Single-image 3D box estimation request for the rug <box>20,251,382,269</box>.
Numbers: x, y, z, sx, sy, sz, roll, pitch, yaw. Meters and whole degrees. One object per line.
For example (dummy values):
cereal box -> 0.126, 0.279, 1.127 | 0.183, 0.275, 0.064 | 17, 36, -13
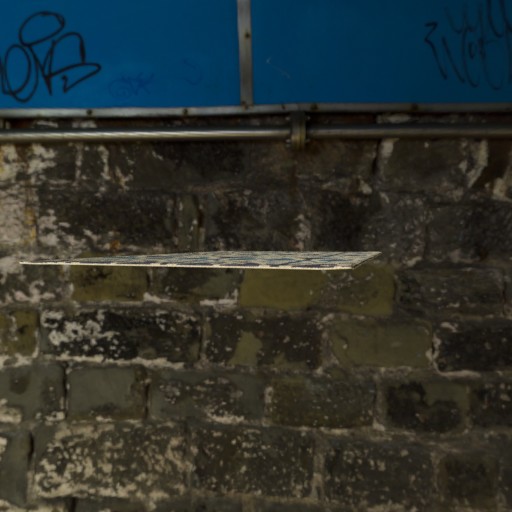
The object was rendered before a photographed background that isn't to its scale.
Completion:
rug -> 0.000, 0.000, 2.079 | 1.072, 0.013, 1.698 | 1, 2, 18
